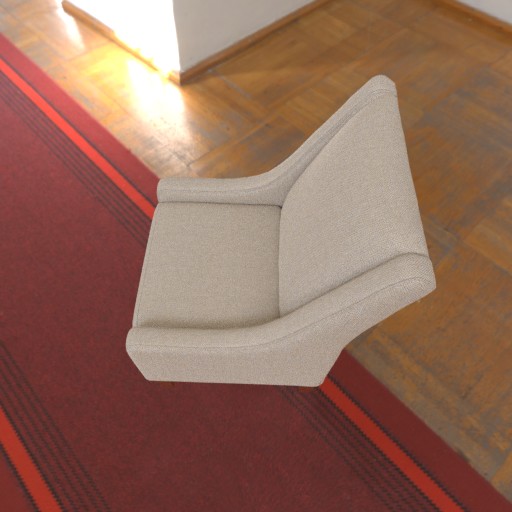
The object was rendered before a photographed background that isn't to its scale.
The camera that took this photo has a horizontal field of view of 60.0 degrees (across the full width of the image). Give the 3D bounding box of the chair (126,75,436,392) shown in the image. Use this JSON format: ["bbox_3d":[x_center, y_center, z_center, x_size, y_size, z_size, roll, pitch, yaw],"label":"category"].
[{"bbox_3d":[0.000,0.000,1.625,0.870,1.014,0.774,2,58,1],"label":"chair"}]
